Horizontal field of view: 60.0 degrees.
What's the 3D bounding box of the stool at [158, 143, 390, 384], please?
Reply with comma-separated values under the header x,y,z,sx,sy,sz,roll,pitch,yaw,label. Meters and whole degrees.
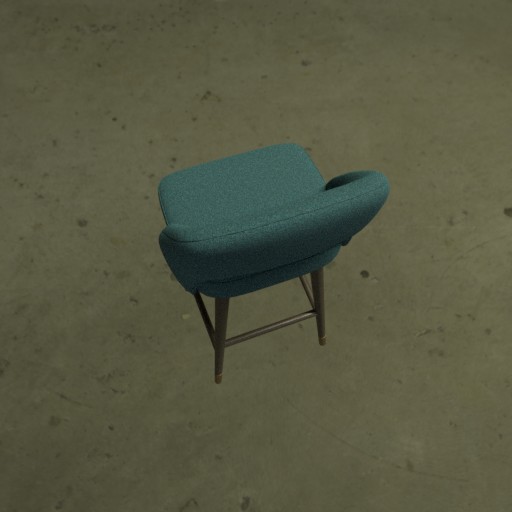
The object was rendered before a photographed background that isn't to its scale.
x,y,z,sx,sy,sz,roll,pitch,yaw,label
0.000,0.000,1.377,0.536,1.032,0.522,-17,60,-11,stool
